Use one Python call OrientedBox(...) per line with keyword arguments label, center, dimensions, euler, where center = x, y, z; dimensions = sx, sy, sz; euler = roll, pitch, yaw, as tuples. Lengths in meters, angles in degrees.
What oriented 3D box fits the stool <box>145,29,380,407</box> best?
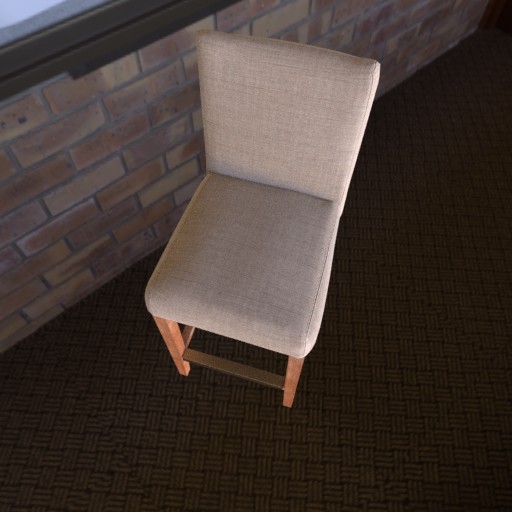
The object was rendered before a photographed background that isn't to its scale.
OrientedBox(label="stool", center=(0.000, 0.000, 1.311), dimensions=(0.454, 1.039, 0.567), euler=(14, 59, 9))
